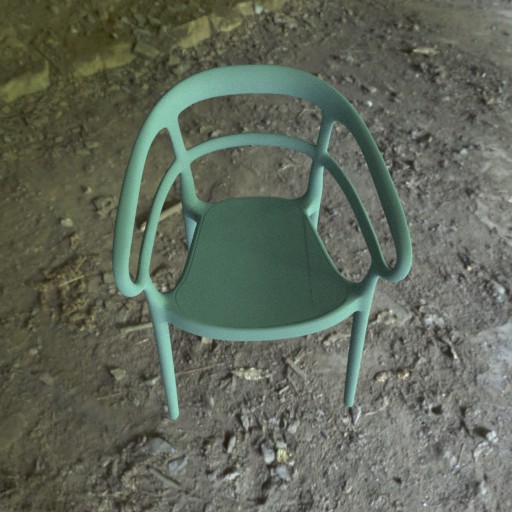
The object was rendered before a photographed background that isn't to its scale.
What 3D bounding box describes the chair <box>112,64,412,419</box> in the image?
[{"bbox_3d":[0.000,0.000,1.138,0.559,0.761,0.527,-3,47,-3],"label":"chair"}]
